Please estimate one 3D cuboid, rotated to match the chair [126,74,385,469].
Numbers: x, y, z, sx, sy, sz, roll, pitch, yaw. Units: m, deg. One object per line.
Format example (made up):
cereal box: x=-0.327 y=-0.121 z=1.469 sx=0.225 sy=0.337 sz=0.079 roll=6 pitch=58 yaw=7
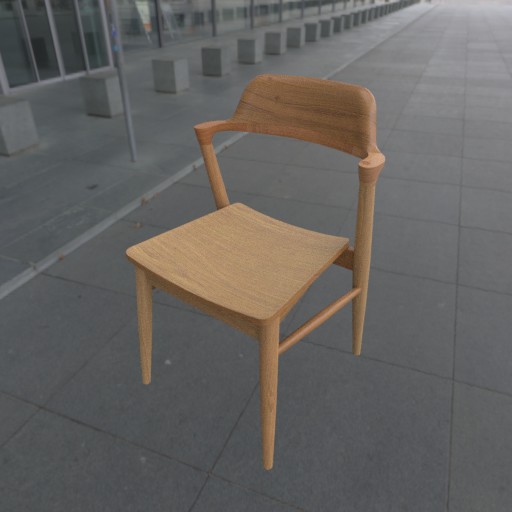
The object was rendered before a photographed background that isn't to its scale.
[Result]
chair: x=0.000 y=0.000 z=1.132 sx=0.512 sy=0.792 sz=0.499 roll=22 pitch=38 yaw=31
